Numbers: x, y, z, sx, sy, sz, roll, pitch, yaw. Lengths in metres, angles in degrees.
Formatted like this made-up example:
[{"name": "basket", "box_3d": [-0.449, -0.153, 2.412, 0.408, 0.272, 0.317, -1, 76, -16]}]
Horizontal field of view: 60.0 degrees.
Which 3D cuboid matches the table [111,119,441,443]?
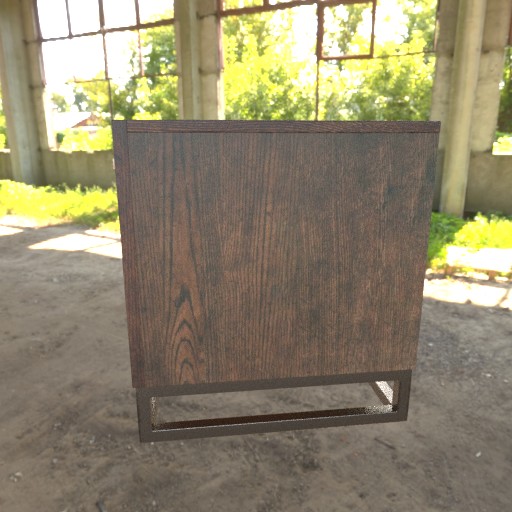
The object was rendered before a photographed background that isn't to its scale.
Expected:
[{"name": "table", "box_3d": [0.000, 0.000, 1.027, 0.566, 0.582, 0.506, -2, 15, -7]}]
